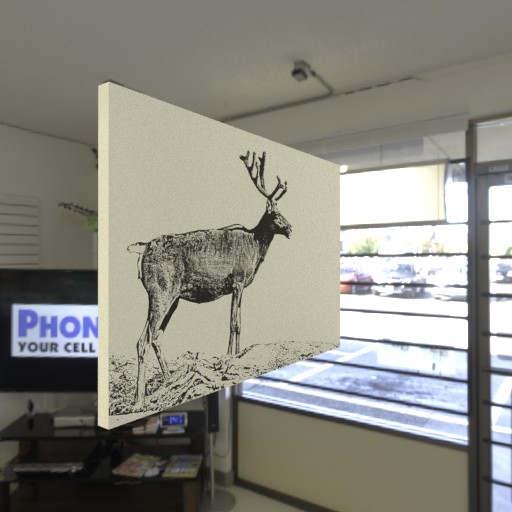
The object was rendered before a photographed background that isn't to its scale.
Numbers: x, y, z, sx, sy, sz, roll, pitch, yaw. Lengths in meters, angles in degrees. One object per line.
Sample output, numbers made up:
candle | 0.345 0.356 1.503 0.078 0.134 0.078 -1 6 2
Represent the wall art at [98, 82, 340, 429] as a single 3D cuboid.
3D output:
wall art | 0.000 0.000 1.156 0.033 0.617 0.906 0 0 37
